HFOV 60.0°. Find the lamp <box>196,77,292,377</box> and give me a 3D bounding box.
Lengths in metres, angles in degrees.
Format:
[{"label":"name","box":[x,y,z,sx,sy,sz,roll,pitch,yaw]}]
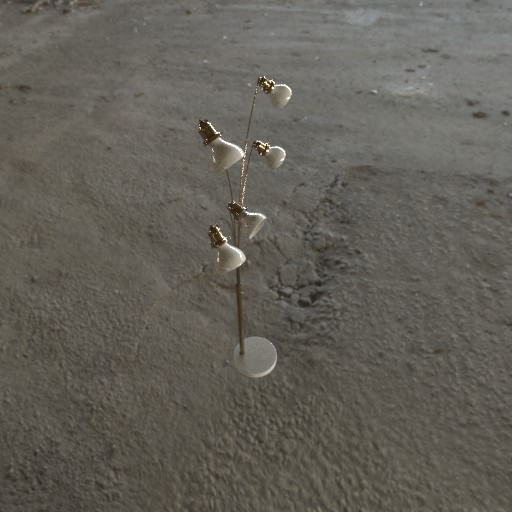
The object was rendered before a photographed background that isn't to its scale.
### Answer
[{"label":"lamp","box":[0.000,0.000,2.920,0.361,2.423,1.405,10,46,10]}]
